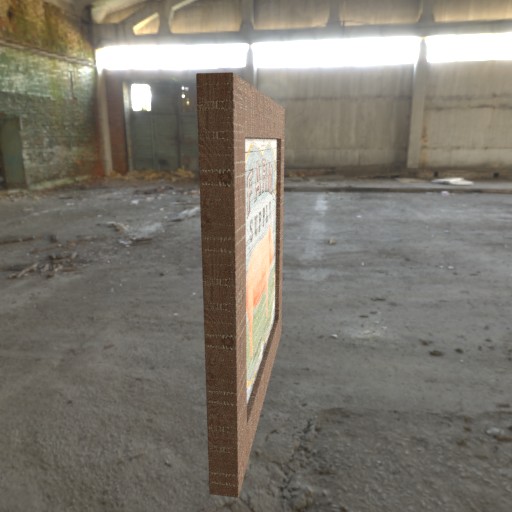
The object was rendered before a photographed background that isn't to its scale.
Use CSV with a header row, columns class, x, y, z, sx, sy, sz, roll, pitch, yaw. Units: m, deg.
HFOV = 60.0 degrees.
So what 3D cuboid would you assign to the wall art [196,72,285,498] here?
class,x,y,z,sx,sy,sz,roll,pitch,yaw
wall art,0.000,0.000,0.783,0.040,0.531,0.531,2,15,9
